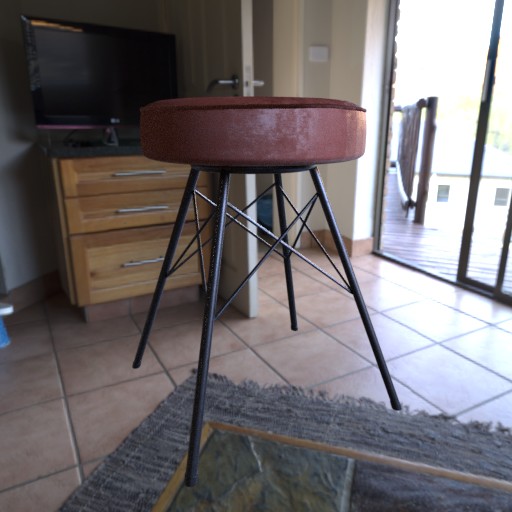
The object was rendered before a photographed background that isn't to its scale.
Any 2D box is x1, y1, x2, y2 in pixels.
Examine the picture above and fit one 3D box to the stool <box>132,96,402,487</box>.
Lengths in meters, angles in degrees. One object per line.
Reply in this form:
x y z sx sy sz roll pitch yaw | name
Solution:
0.000 0.000 0.892 0.457 0.593 0.421 -8 18 -25 | stool
